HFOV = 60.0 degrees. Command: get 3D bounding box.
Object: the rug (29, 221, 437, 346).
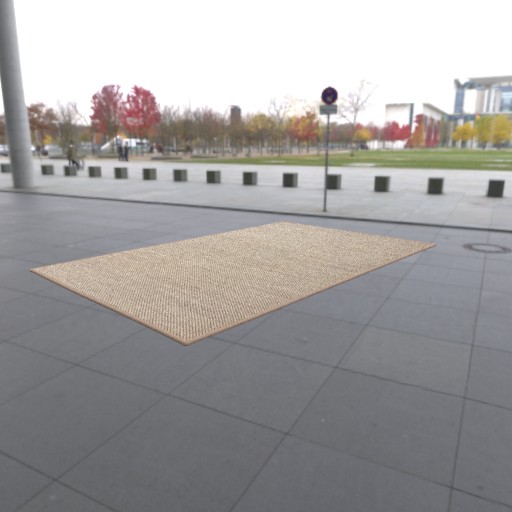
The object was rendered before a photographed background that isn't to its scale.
[{"bbox_3d":[0.000,0.000,2.099,1.061,0.012,1.668,13,19,42],"label":"rug"}]
